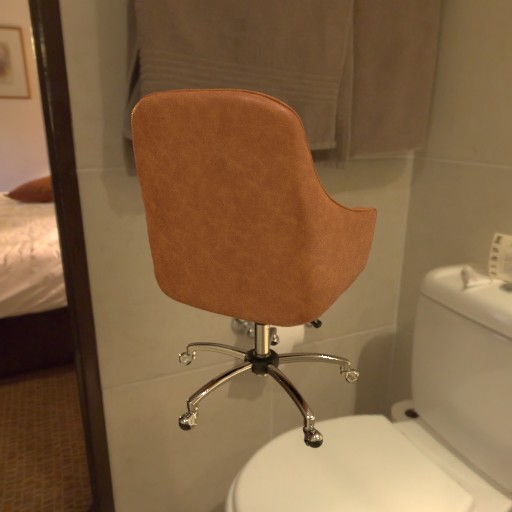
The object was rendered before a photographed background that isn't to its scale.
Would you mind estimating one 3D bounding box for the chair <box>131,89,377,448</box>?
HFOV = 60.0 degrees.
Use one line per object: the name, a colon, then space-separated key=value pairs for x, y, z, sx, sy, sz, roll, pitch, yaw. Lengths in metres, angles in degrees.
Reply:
chair: x=0.000 y=0.000 z=1.331 sx=0.628 sy=0.909 sz=0.615 roll=9 pitch=19 yaw=27
